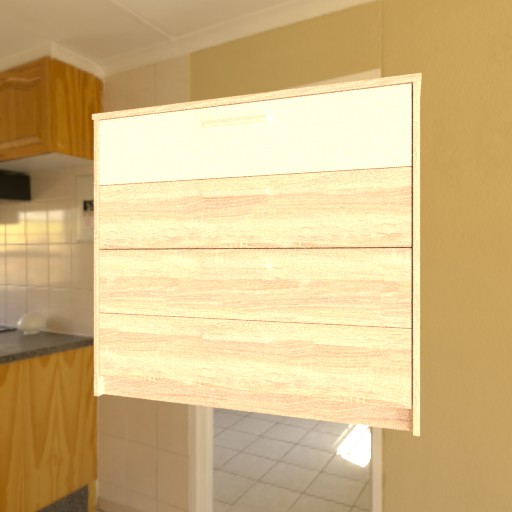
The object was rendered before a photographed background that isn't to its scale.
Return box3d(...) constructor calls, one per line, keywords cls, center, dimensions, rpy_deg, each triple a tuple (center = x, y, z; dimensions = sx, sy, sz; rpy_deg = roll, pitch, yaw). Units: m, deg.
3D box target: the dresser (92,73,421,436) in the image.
box3d(cls="dresser", center=(0.000, 0.000, 1.415), dimensions=(0.980, 0.900, 0.380), rpy_deg=(0, 0, 19))
